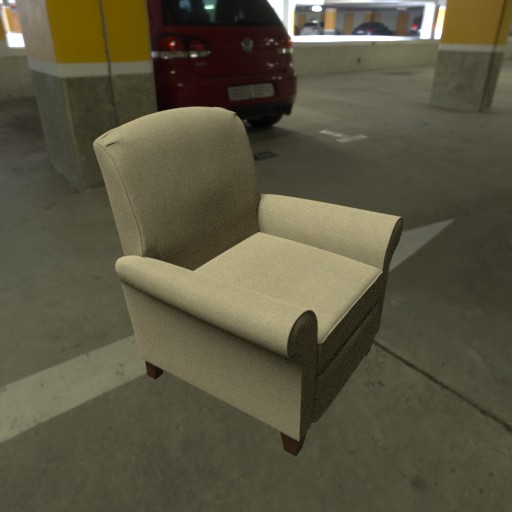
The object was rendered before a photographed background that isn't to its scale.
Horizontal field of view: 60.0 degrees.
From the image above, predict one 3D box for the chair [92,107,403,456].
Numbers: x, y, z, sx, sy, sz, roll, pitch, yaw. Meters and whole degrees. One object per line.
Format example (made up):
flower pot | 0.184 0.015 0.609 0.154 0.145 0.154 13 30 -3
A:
chair | 0.000 0.000 1.787 0.905 1.061 0.978 17 32 30
